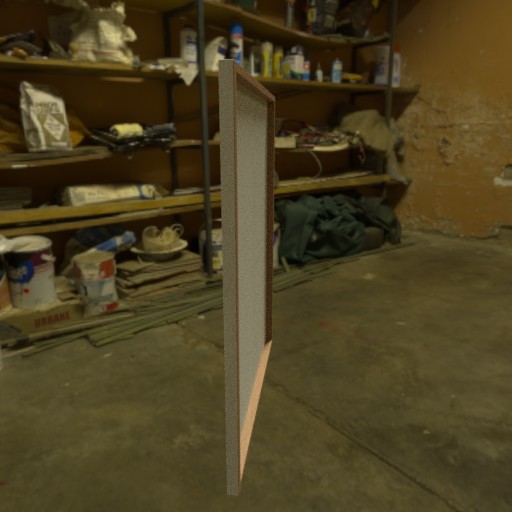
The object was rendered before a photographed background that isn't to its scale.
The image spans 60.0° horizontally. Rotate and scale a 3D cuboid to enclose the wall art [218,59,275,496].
[{"bbox_3d":[0.000,0.000,0.978,0.021,0.710,0.609,2,15,7],"label":"wall art"}]
